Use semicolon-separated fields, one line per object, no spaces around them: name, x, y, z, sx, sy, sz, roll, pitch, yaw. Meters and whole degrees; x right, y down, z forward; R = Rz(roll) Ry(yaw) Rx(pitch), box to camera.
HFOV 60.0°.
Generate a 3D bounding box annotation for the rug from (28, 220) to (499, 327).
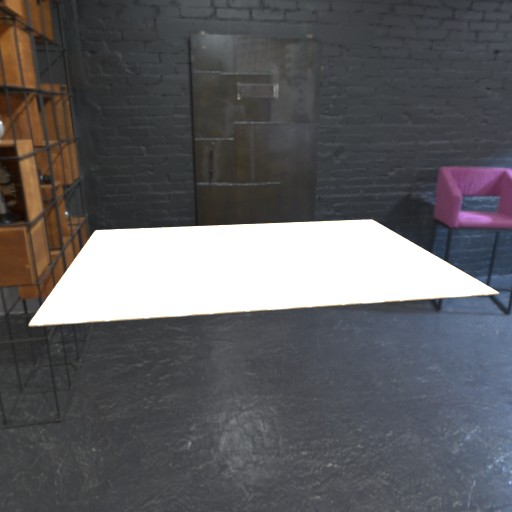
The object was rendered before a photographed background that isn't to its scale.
rug;0.000;0.000;2.683;2.134;0.010;1.524;-3;18;-9
